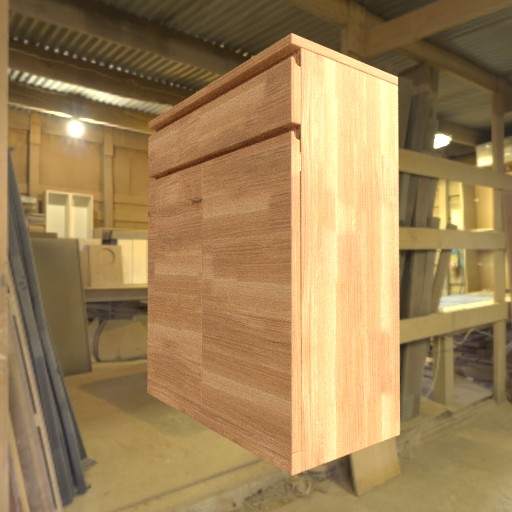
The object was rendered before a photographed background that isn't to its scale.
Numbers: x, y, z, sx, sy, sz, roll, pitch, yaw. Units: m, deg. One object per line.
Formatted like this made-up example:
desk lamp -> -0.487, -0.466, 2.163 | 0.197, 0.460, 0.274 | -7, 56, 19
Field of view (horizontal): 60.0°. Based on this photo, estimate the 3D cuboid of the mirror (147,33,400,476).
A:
mirror -> 0.000, 0.000, 1.438 | 0.400, 1.000, 0.800 | 1, -1, -37
